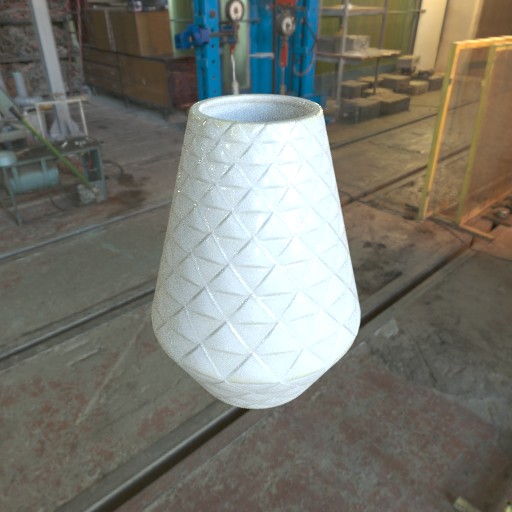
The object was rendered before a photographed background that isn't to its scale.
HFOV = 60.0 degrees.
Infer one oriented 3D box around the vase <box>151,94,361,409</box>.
[{"bbox_3d":[0.000,0.000,0.353,0.175,0.230,0.175,0,31,0],"label":"vase"}]
